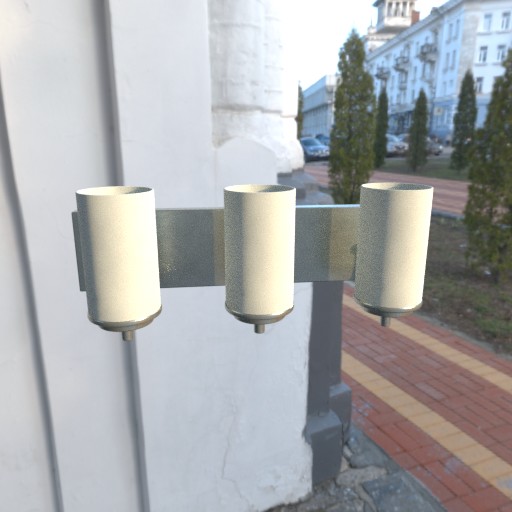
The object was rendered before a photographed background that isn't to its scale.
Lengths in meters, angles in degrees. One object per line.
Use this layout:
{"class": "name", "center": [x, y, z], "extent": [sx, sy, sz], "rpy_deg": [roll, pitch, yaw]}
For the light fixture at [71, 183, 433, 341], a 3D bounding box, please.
{"class": "light fixture", "center": [0.000, 0.000, 0.542], "extent": [0.451, 0.172, 0.145], "rpy_deg": [-2, 15, -7]}
